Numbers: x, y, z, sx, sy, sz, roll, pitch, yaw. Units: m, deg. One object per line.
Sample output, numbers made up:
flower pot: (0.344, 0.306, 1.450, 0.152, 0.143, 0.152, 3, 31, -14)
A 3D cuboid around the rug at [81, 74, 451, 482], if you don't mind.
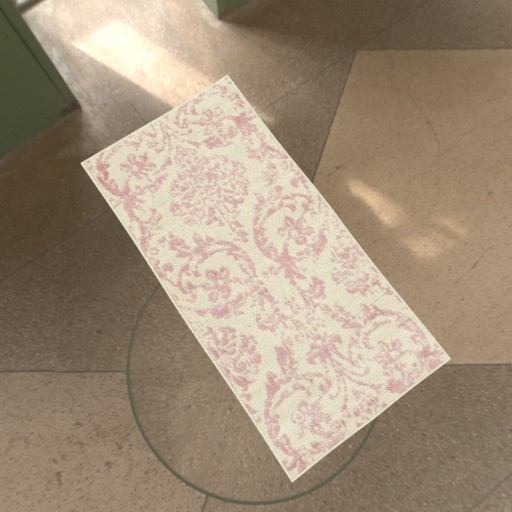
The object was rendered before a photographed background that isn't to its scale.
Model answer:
rug: (0.000, 0.000, 1.433, 0.604, 0.007, 1.219, -34, 79, -8)
